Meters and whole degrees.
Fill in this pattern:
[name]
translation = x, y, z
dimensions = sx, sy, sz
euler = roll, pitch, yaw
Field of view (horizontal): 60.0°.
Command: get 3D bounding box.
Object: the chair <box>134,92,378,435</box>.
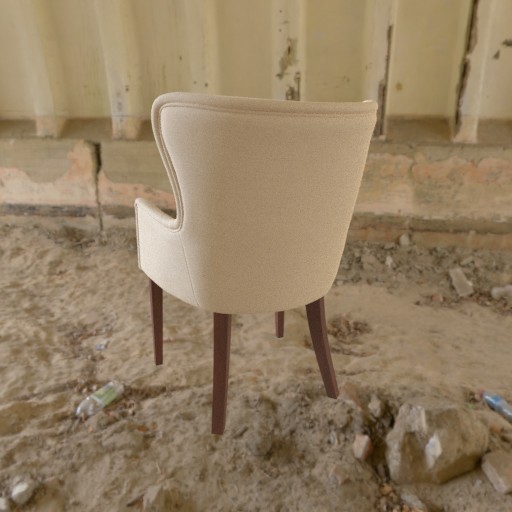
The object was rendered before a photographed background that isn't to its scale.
[chair]
translation = 0.000, 0.000, 1.492
dimensions = 0.696, 0.990, 0.744
euler = -7, 17, -25
